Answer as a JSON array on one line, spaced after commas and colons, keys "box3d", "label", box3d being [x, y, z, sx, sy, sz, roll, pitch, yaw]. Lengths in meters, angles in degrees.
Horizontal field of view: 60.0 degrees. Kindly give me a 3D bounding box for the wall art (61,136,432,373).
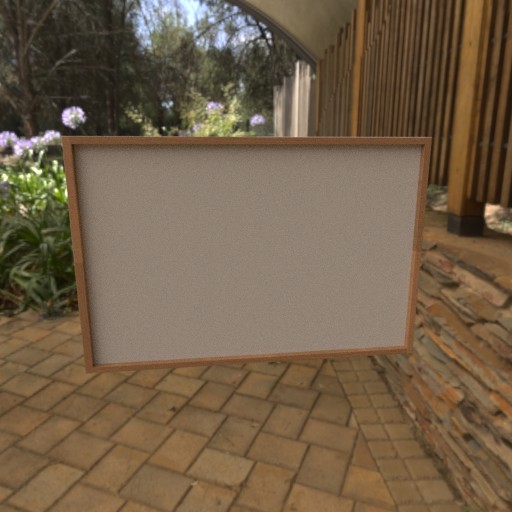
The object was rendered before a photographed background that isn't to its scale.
[{"box3d": [0.000, 0.000, 1.169, 0.914, 0.607, 0.023, -2, 14, -7], "label": "wall art"}]
